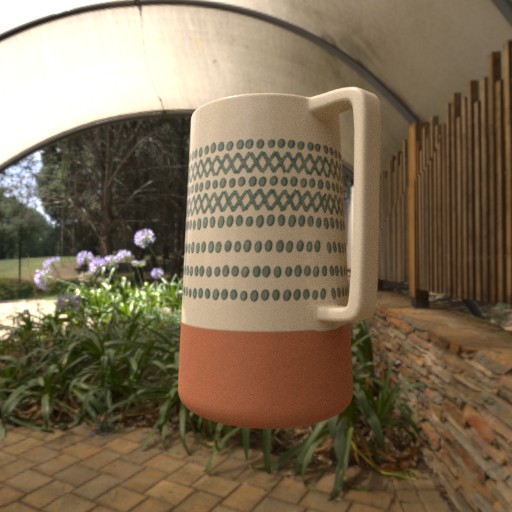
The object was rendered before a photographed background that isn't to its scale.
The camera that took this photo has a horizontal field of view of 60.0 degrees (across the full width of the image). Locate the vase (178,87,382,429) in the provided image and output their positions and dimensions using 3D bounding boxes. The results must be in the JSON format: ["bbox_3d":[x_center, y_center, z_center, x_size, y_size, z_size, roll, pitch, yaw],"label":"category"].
[{"bbox_3d":[0.000,0.000,0.447,0.168,0.247,0.326,0,-1,0],"label":"vase"}]
